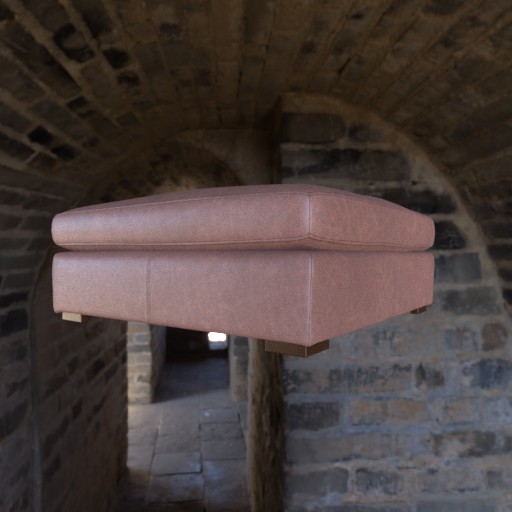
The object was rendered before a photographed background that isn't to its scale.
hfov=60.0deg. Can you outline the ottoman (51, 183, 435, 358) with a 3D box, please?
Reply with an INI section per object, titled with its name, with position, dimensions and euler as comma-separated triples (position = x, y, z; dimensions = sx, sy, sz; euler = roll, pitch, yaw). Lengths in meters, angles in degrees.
[ottoman]
position = 0.000, 0.000, 1.829
dimensions = 1.168, 0.490, 1.168
euler = 0, 0, 36
